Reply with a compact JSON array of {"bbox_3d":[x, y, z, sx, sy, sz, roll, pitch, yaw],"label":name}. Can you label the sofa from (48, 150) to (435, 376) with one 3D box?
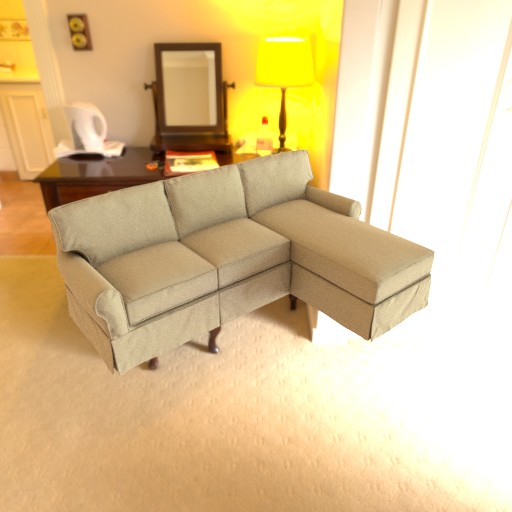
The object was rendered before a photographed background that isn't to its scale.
[{"bbox_3d":[0.000,0.000,3.353,2.475,0.978,1.733,-21,35,-34],"label":"sofa"}]
